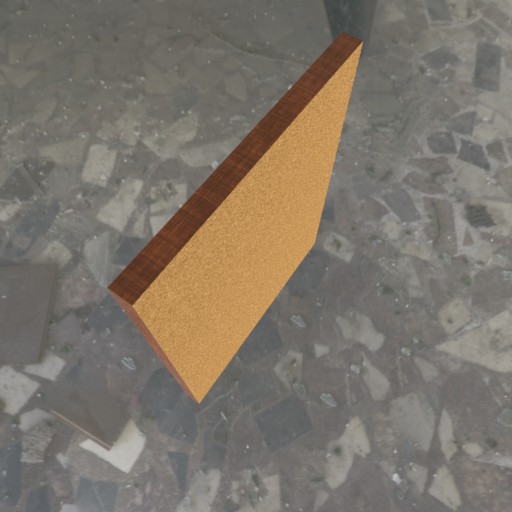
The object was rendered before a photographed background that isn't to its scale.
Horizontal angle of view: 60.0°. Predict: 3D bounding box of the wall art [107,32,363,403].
[{"bbox_3d":[0.000,0.000,0.771,0.033,0.567,0.467,31,67,15],"label":"wall art"}]
